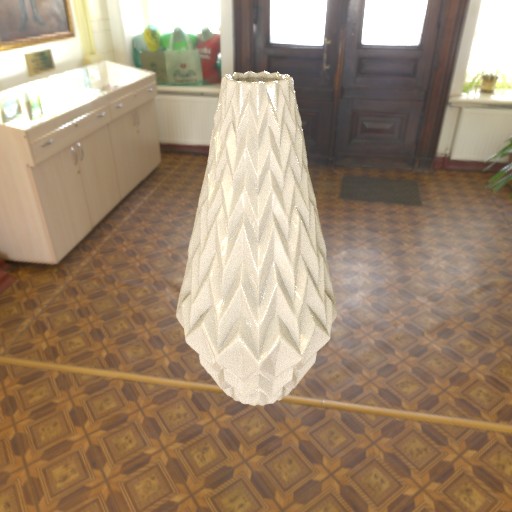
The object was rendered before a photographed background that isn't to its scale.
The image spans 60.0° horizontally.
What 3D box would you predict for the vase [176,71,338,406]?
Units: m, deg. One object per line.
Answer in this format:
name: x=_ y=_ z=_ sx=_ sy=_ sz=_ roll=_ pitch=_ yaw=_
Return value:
vase: x=0.000 y=0.000 z=0.432 sx=0.167 sy=0.328 sz=0.167 roll=0 pitch=31 yaw=0
